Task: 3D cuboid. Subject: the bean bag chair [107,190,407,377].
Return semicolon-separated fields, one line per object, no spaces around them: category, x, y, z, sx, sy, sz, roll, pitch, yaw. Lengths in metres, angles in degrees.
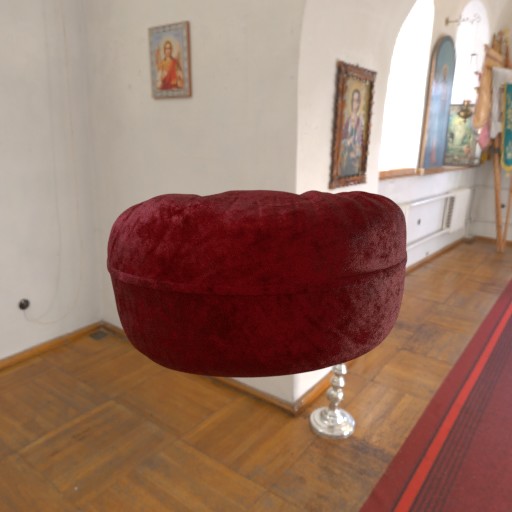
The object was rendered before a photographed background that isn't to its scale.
bean bag chair;0.000;0.000;2.491;1.524;0.878;1.524;-2;17;-8
